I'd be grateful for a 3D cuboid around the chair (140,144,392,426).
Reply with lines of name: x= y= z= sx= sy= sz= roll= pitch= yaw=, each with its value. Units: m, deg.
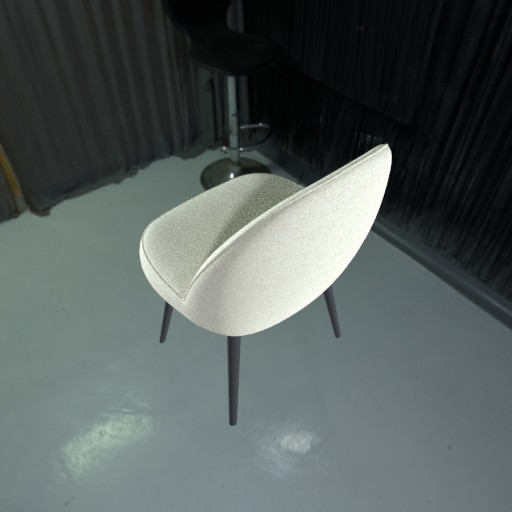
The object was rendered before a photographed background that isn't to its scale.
chair: x=0.000 y=0.000 z=1.180 sx=0.532 sy=0.838 sz=0.540 roll=-32 pitch=54 yaw=-27
